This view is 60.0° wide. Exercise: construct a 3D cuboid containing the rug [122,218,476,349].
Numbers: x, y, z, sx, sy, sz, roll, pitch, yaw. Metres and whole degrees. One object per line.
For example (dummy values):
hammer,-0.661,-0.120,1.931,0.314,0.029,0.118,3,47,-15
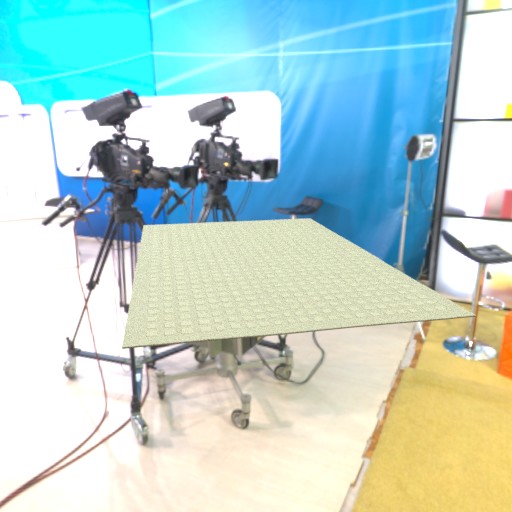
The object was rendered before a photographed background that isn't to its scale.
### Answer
rug,0.000,0.000,2.190,1.143,0.006,1.747,-3,16,-11
